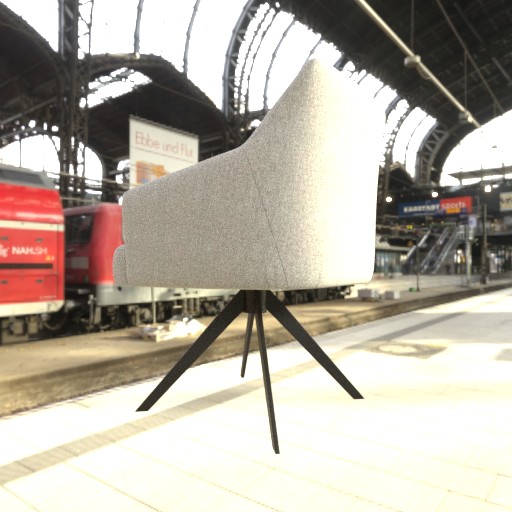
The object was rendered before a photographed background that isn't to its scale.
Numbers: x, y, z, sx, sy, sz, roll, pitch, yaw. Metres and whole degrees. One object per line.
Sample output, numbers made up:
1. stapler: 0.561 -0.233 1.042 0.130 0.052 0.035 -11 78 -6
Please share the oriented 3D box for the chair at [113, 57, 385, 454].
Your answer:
1. chair: 0.000 0.000 1.309 0.677 0.874 0.642 -1 -1 36
